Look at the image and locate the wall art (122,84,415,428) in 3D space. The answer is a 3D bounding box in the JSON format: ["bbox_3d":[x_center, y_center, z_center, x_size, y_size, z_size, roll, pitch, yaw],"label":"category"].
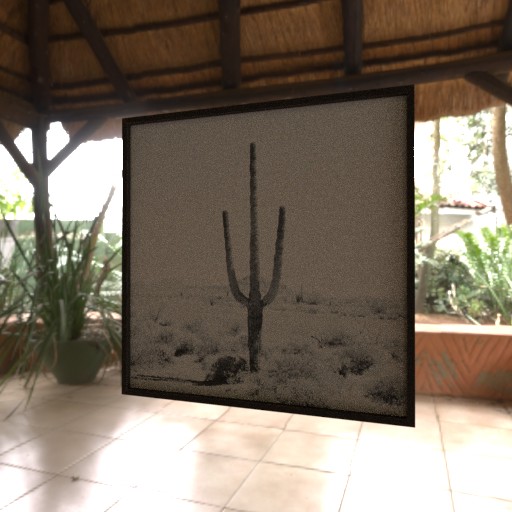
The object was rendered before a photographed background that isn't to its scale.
[{"bbox_3d":[0.000,0.000,0.753,0.508,0.508,0.038,0,0,18],"label":"wall art"}]
